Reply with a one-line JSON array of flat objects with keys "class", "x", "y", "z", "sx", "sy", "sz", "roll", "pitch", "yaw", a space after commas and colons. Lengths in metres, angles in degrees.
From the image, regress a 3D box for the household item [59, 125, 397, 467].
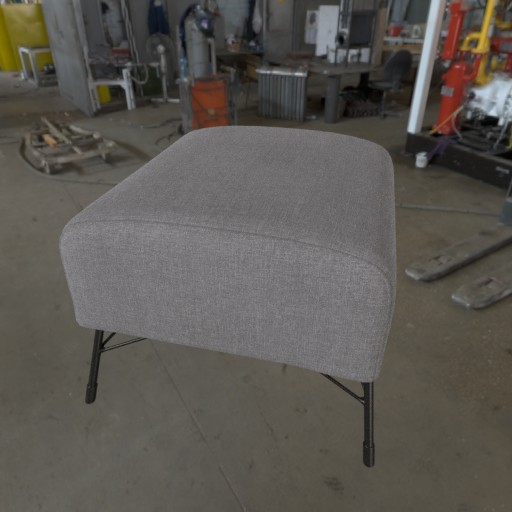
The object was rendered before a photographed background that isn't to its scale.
[{"class": "household item", "x": 0.000, "y": 0.000, "z": 0.883, "sx": 0.530, "sy": 0.410, "sz": 0.530, "roll": 8, "pitch": 32, "yaw": 12}]
